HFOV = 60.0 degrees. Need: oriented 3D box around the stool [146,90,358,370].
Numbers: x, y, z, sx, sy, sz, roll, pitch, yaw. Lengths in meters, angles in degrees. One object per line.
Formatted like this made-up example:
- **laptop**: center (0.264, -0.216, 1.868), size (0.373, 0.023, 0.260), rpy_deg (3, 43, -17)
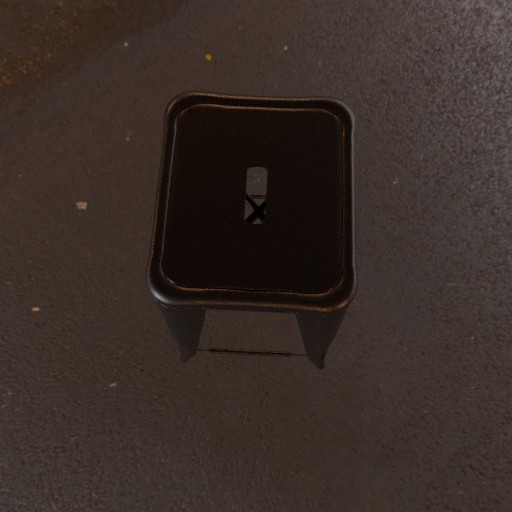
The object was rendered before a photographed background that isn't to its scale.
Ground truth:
- **stool**: center (0.000, 0.000, 0.847), size (0.359, 0.609, 0.399), rpy_deg (2, 75, 1)
